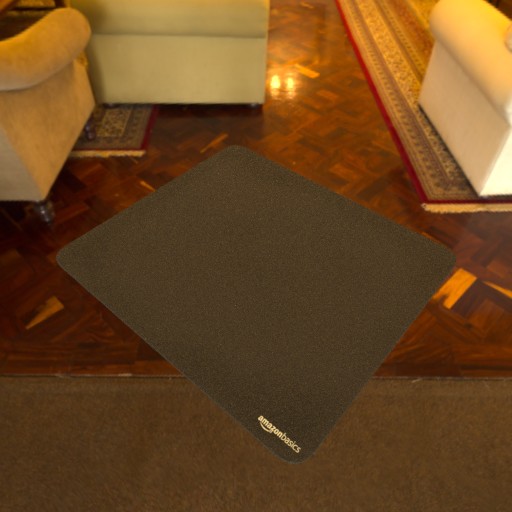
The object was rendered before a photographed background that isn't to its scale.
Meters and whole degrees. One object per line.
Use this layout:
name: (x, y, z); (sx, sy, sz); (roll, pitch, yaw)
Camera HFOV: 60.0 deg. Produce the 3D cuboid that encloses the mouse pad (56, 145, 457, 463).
mouse pad: (0.000, 0.000, 0.641); (0.451, 0.002, 0.393); (32, 55, 27)
